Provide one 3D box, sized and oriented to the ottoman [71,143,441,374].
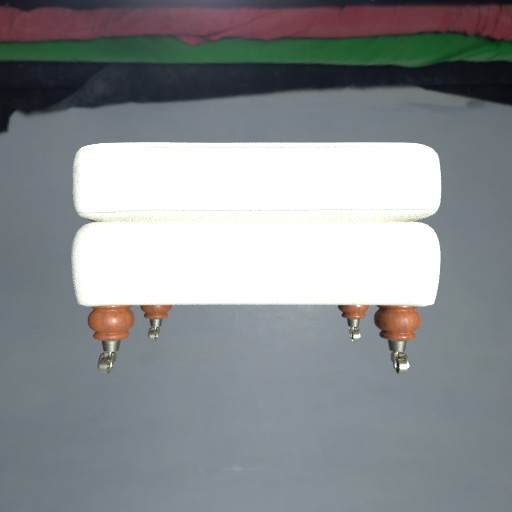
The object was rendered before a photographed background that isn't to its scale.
[{"bbox_3d":[0.000,0.000,1.158,0.773,0.499,0.569,0,-2,0],"label":"ottoman"}]
